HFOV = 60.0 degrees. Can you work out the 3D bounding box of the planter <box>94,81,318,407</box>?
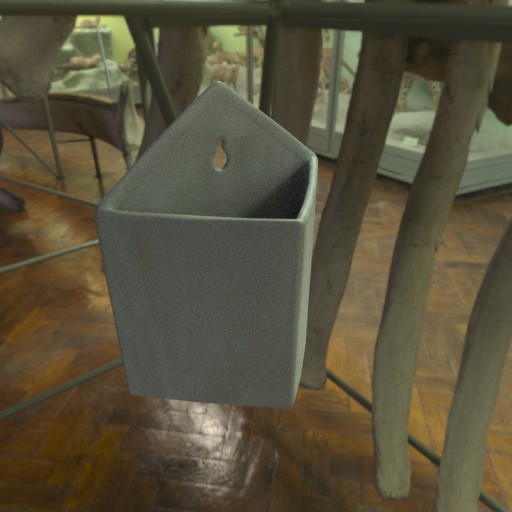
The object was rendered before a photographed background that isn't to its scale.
[{"bbox_3d":[0.000,0.000,0.272,0.163,0.194,0.080,-20,36,-31],"label":"planter"}]
